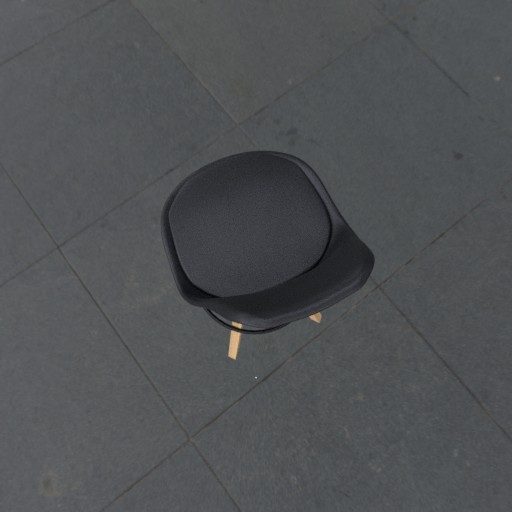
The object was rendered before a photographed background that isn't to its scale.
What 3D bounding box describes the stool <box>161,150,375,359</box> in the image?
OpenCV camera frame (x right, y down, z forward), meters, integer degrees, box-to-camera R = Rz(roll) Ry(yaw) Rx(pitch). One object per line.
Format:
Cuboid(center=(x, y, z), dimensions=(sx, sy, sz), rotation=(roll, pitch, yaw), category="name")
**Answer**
Cuboid(center=(0.000, 0.000, 1.369), dimensions=(0.485, 1.115, 0.550), rotation=(-22, 76, -6), category="stool")
